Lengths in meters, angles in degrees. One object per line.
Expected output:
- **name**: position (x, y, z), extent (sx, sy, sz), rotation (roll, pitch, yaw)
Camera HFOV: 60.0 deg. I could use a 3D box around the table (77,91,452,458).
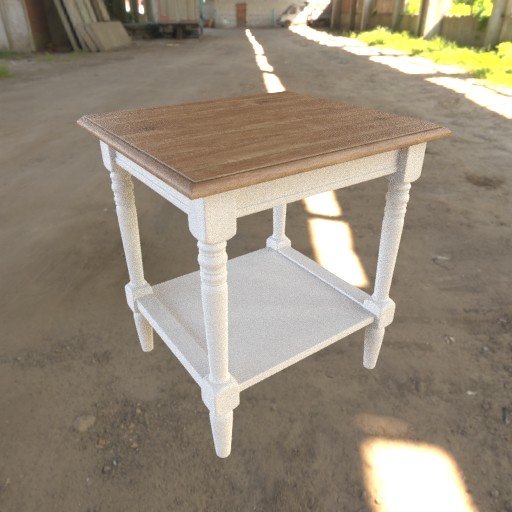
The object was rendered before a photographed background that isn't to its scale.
- **table**: position (0.000, 0.000, 0.935), extent (0.508, 0.561, 0.457), rotation (-19, 35, -30)
